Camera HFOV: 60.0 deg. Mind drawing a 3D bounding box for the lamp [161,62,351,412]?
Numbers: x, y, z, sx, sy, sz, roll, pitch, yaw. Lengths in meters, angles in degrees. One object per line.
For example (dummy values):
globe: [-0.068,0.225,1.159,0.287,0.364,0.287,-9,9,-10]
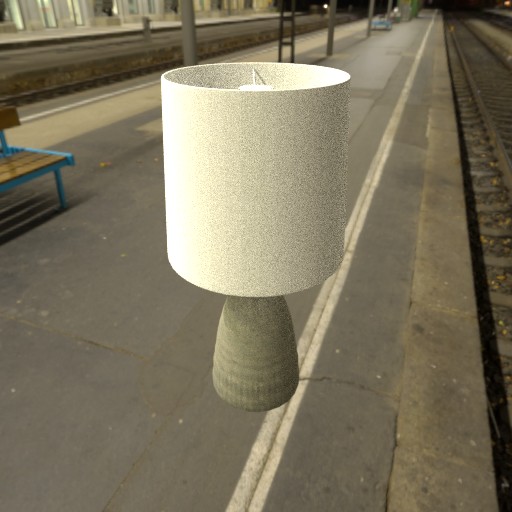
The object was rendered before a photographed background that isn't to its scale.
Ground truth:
lamp: [0.000,0.000,0.482,0.186,0.369,0.186,0,30,0]
